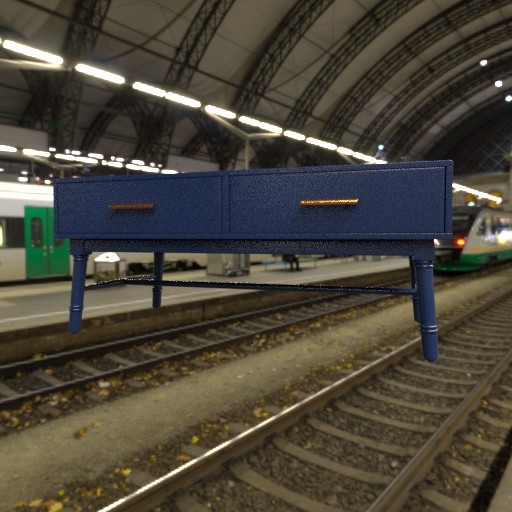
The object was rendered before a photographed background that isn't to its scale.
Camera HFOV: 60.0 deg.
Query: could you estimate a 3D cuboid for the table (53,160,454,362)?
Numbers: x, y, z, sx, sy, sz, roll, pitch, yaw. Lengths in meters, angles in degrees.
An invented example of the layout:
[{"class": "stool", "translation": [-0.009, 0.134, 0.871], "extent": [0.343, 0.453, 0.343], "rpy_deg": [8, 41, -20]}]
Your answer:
[{"class": "table", "translation": [0.000, 0.000, 1.386], "extent": [1.067, 0.457, 0.572], "rpy_deg": [1, 3, 17]}]
